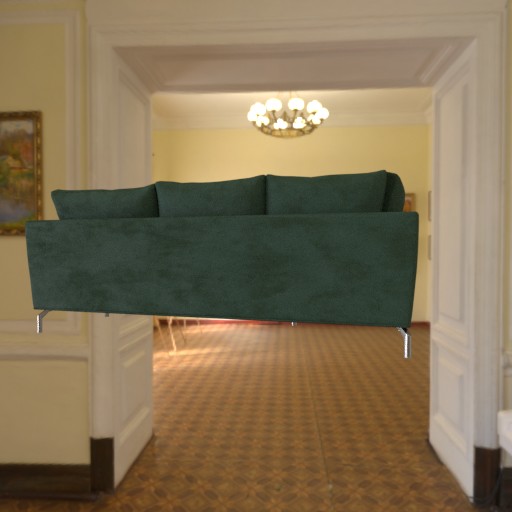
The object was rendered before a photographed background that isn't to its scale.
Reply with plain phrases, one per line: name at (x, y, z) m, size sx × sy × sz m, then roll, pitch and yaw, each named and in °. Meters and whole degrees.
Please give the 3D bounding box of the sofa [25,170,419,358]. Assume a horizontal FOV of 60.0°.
sofa at (0.000, 0.000, 3.736) m, size 2.452 × 1.004 × 2.468 m, roll 0°, pitch 1°, yaw 17°
